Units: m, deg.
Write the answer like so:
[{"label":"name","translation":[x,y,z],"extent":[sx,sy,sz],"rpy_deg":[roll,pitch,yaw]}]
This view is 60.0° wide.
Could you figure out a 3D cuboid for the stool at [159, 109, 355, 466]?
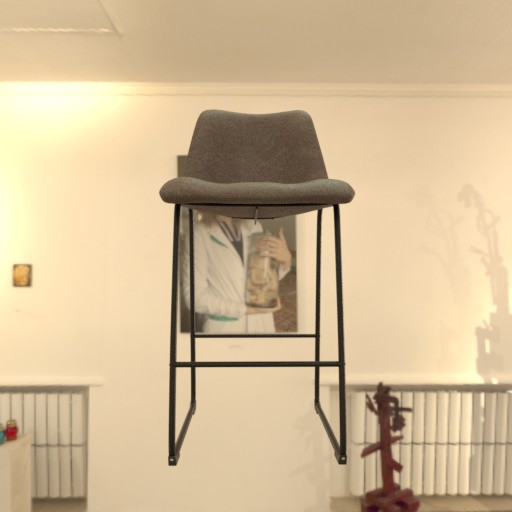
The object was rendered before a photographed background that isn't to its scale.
[{"label":"stool","translation":[0.000,0.000,1.386],"extent":[0.514,1.082,0.561],"rpy_deg":[0,0,-1]}]
